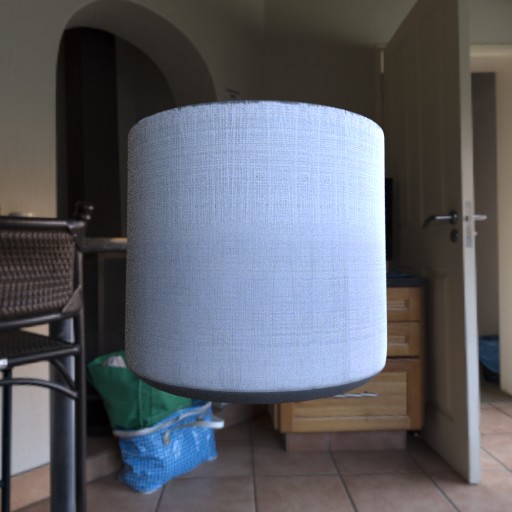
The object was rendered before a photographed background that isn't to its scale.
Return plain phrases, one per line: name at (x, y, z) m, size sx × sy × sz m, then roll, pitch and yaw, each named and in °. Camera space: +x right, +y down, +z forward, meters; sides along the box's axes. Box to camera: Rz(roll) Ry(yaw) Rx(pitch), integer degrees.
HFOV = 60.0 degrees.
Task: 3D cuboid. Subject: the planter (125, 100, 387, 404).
planter at (0.000, 0.000, 0.390) m, size 0.221 × 0.201 × 0.221 m, roll 0°, pitch 0°, yaw 0°
